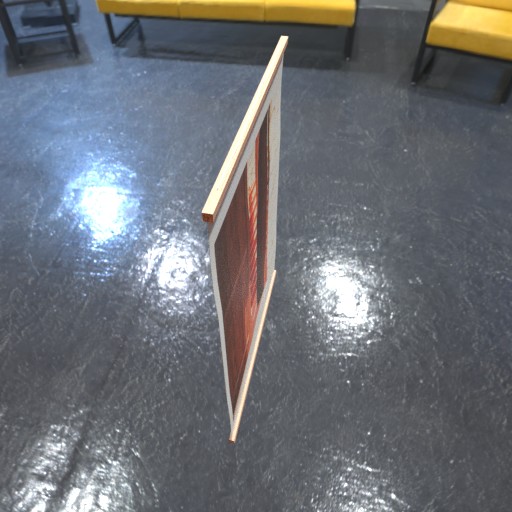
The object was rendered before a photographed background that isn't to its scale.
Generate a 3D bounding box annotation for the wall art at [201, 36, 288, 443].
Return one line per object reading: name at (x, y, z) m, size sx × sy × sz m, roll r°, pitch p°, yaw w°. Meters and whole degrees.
wall art at (0.000, 0.000, 1.346) m, size 0.020 × 1.013 × 0.758 m, roll 9°, pitch 48°, yaw 8°
